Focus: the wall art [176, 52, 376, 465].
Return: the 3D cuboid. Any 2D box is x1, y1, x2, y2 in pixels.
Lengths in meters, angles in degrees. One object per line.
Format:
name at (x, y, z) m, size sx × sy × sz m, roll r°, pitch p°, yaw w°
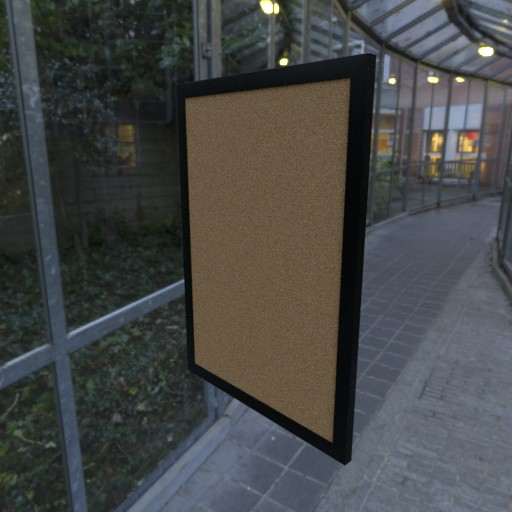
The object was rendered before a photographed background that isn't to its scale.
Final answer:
wall art at (0.000, 0.000, 0.848) m, size 0.019 × 0.656 × 0.462 m, roll -13°, pitch 19°, yaw -42°
